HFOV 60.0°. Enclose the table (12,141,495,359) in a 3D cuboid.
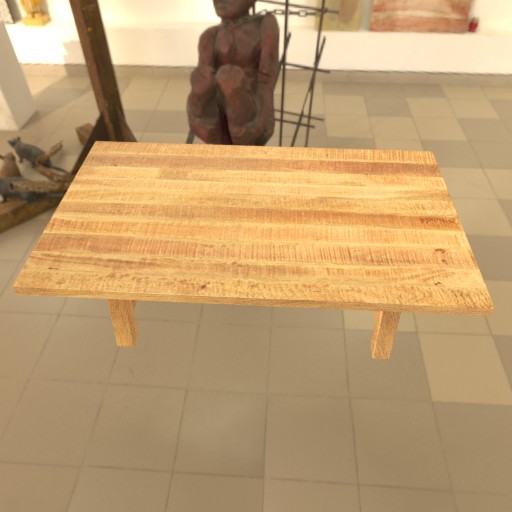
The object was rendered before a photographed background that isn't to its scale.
[{"bbox_3d":[0.000,0.000,1.635,1.320,0.455,0.760,2,46,2],"label":"table"}]
